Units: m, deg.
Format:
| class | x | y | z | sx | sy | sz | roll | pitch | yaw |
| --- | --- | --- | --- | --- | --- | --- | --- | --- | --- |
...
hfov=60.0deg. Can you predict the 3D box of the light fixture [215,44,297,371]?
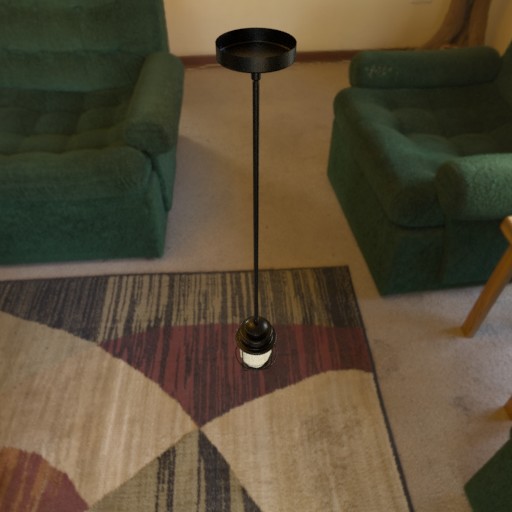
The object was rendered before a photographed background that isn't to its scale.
| class | x | y | z | sx | sy | sz | roll | pitch | yaw |
| --- | --- | --- | --- | --- | --- | --- | --- | --- | --- |
| light fixture | 0.000 | 0.000 | 0.996 | 0.123 | 0.920 | 0.123 | -16 | 47 | -15 |
